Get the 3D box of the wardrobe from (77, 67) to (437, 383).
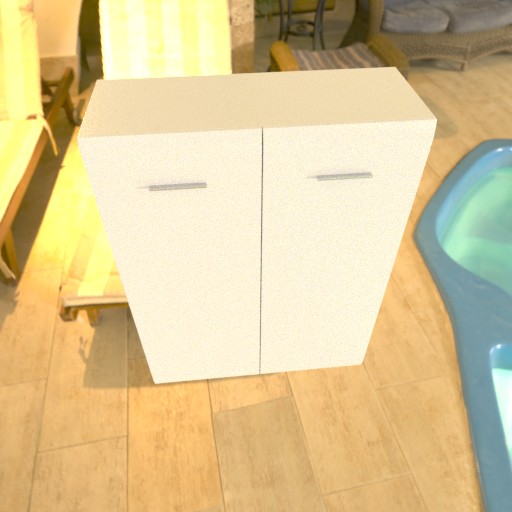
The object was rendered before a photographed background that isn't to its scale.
[{"bbox_3d":[0.000,0.000,1.631,0.900,1.200,0.360,-4,45,-4],"label":"wardrobe"}]
